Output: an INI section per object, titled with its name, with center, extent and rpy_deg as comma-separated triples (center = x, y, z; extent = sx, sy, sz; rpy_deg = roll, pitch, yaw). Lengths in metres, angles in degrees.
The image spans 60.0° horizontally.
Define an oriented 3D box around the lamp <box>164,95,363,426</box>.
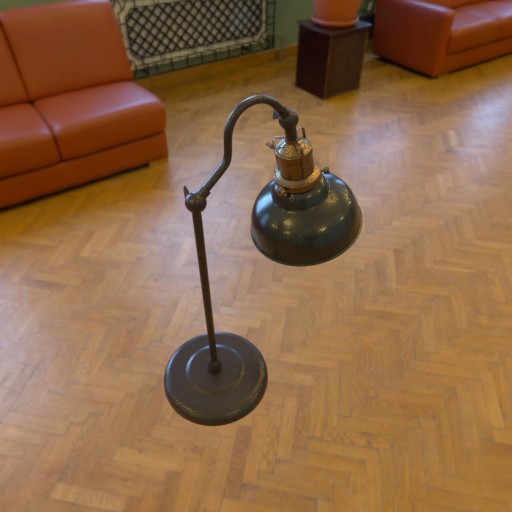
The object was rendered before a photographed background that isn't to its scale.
[lamp]
center = 0.000, 0.000, 0.692
extent = 0.374, 0.508, 0.192
rpy_deg = -26, 48, -26
